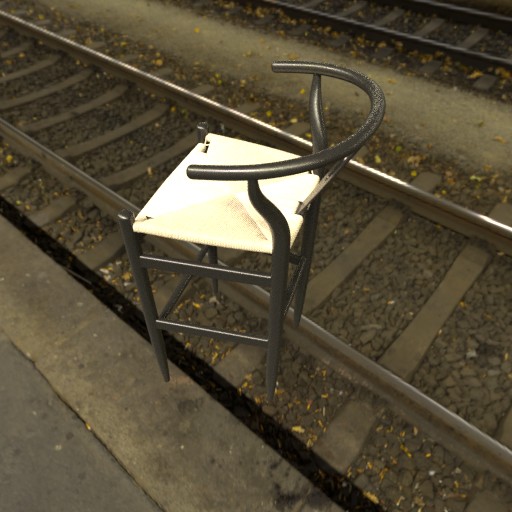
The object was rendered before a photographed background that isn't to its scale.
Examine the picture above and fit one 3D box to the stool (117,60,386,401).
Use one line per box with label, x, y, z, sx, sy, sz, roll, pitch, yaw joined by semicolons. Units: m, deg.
stool;0.000;0.000;1.383;0.579;1.072;0.569;14;47;14
